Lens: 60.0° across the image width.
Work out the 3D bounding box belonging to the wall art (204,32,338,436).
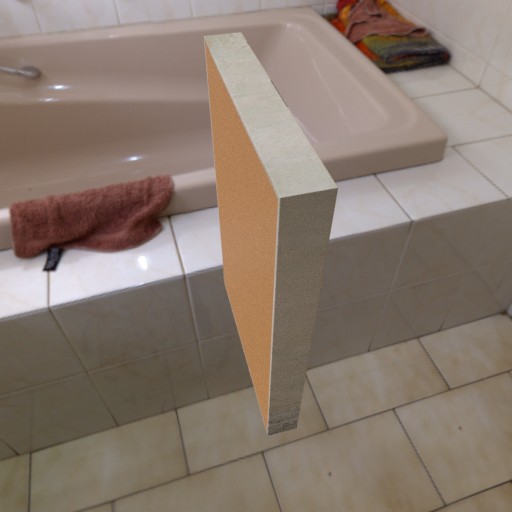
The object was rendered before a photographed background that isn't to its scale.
[{"bbox_3d":[0.000,0.000,0.495,0.038,0.381,0.254,-11,48,-10],"label":"wall art"}]
